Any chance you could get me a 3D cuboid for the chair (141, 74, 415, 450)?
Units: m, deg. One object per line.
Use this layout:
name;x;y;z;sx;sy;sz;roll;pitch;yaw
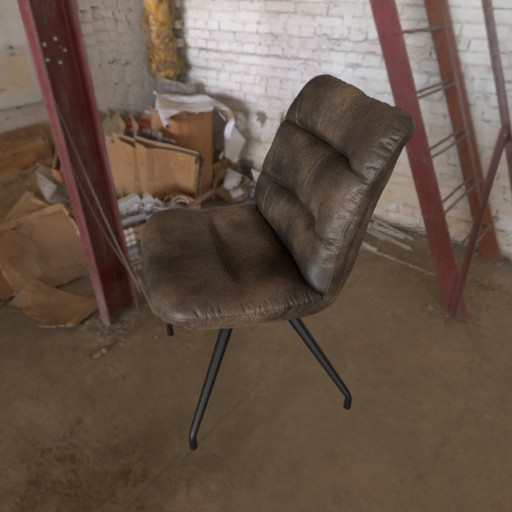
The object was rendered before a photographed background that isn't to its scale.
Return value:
chair;0.000;0.000;1.251;0.622;0.870;0.549;-9;33;-14
